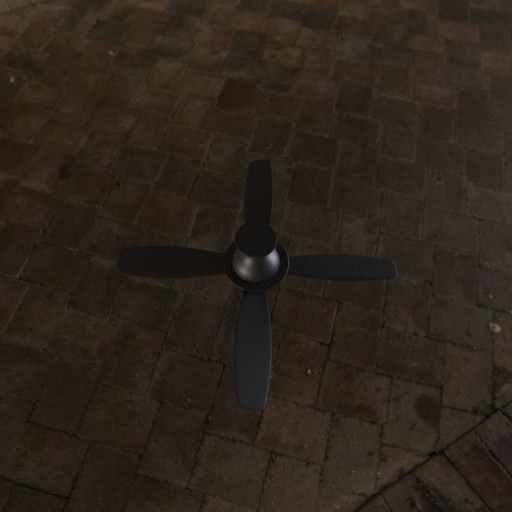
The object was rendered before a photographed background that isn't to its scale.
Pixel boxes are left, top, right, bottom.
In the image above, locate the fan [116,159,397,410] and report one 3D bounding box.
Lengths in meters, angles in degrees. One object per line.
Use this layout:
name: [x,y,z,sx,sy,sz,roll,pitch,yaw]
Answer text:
fan: [0.000,0.000,2.598,1.694,0.382,1.694,2,59,1]
